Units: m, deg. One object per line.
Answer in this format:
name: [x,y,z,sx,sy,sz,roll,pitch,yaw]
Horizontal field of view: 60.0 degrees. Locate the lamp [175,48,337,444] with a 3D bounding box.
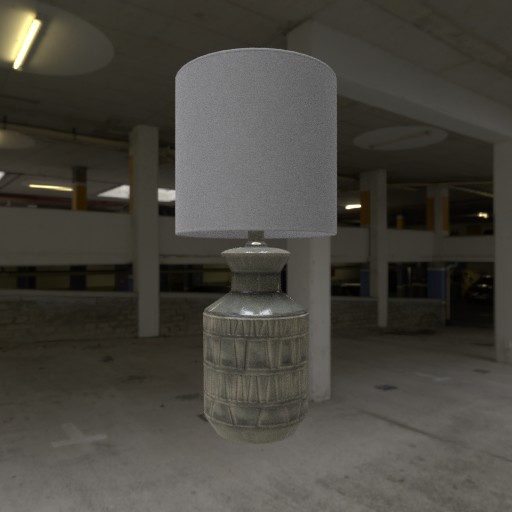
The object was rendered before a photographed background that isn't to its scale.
lamp: [0.000,0.000,0.589,0.211,0.455,0.211,0,0,-37]
